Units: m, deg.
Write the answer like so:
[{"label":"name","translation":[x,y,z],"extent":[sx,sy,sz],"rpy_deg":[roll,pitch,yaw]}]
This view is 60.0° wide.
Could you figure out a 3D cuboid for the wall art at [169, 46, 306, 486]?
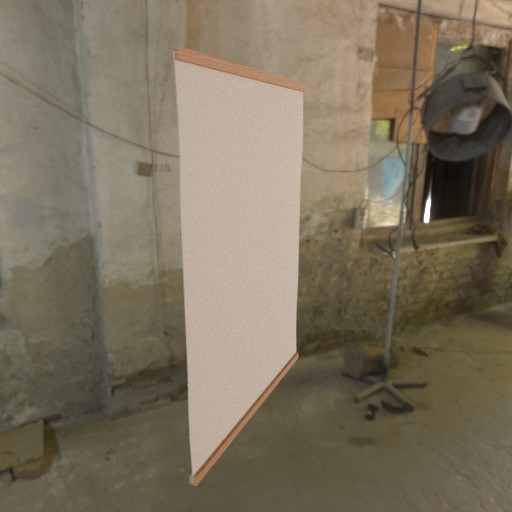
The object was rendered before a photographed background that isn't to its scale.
[{"label":"wall art","translation":[0.000,0.000,1.307],"extent":[0.020,1.016,0.739],"rpy_deg":[7,17,25]}]
